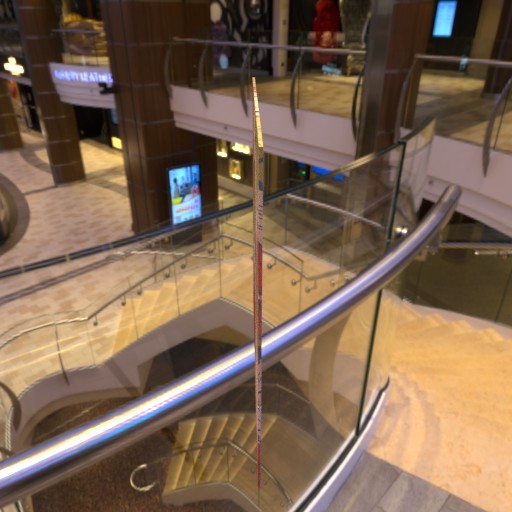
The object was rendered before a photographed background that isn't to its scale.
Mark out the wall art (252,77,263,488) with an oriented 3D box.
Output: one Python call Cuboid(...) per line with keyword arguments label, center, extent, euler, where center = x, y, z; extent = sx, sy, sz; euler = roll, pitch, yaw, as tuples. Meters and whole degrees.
Cuboid(label="wall art", center=(0.000, 0.000, 2.280), extent=(0.013, 1.534, 1.519), euler=(-1, 29, -1))
